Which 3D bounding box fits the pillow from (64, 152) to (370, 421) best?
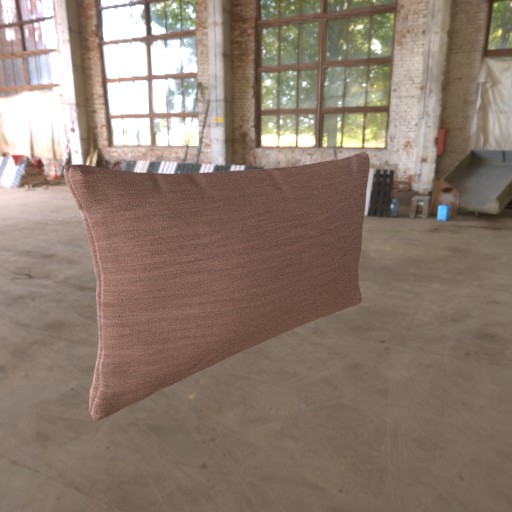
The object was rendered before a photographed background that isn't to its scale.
[{"bbox_3d":[0.000,0.000,0.769,0.633,0.338,0.210,-14,21,-42],"label":"pillow"}]
